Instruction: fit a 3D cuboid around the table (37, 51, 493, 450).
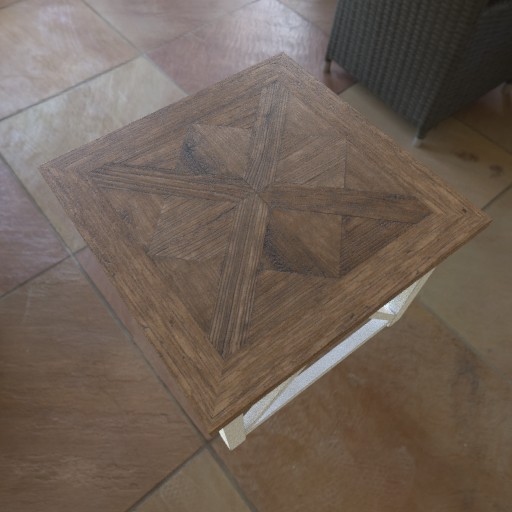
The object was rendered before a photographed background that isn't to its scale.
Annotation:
[{"bbox_3d":[0.000,0.000,1.179,0.700,0.532,0.700,-32,64,-18],"label":"table"}]
